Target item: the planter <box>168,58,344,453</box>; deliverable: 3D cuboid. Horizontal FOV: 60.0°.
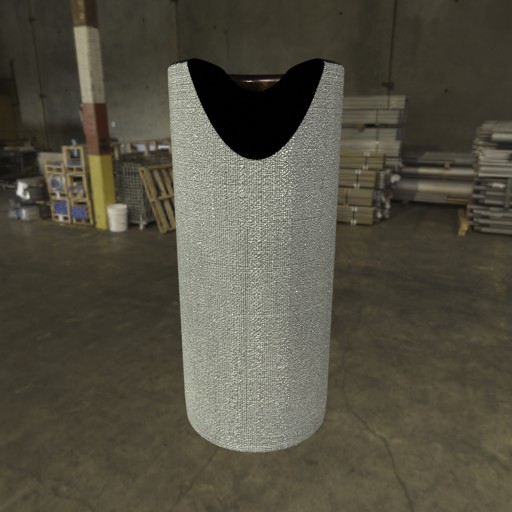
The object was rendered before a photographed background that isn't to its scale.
[{"bbox_3d":[0.000,0.000,0.130,0.045,0.103,0.045,8,19,25],"label":"planter"}]
